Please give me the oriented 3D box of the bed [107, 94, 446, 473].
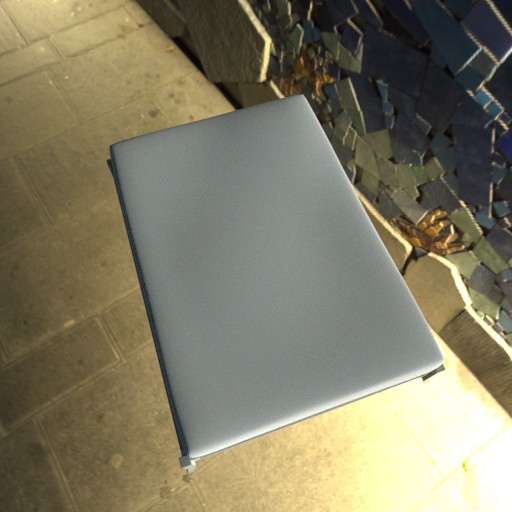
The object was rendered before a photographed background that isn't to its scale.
[{"bbox_3d":[0.000,0.000,2.674,1.460,0.510,1.985,-17,64,-8],"label":"bed"}]
